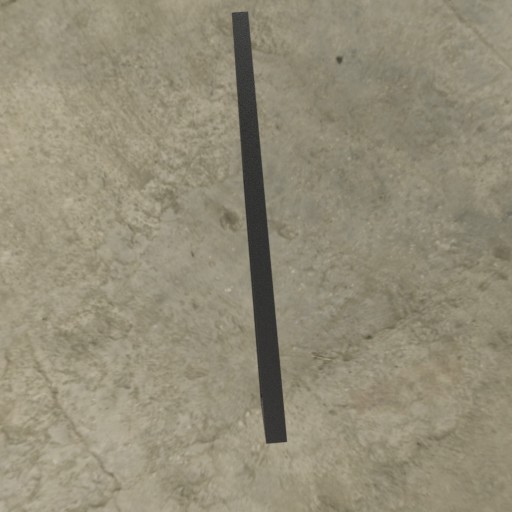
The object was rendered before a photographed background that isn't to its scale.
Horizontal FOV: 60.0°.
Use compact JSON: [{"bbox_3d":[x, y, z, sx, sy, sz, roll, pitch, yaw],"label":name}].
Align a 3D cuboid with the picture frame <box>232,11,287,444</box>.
[{"bbox_3d":[0.000,0.000,1.132,0.032,0.775,0.775,-4,76,-1],"label":"picture frame"}]
